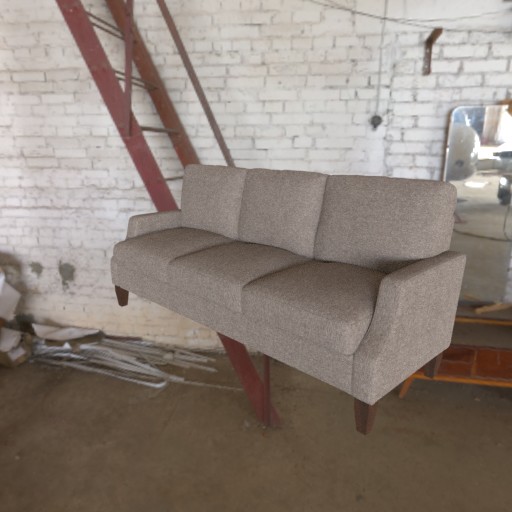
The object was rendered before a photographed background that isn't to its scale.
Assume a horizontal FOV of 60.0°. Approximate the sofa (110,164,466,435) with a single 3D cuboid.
[{"bbox_3d":[0.000,0.000,2.638,0.888,0.984,2.115,-14,21,-43],"label":"sofa"}]
